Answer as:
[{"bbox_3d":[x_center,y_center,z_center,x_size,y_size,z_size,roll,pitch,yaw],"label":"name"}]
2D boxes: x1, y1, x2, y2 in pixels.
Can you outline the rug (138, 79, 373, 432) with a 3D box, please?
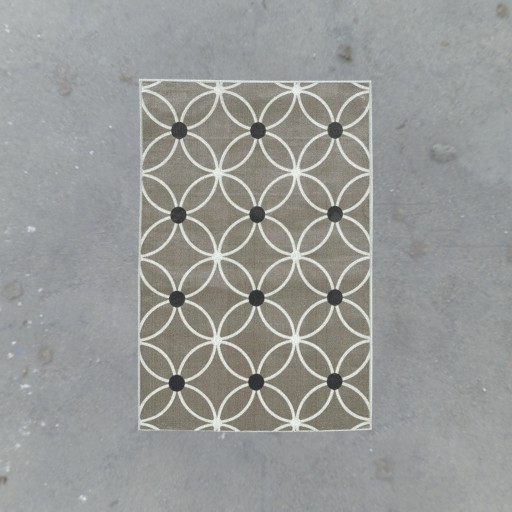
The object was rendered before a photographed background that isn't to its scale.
[{"bbox_3d":[0.000,0.000,2.877,1.522,0.008,2.284,0,90,-1],"label":"rug"}]
